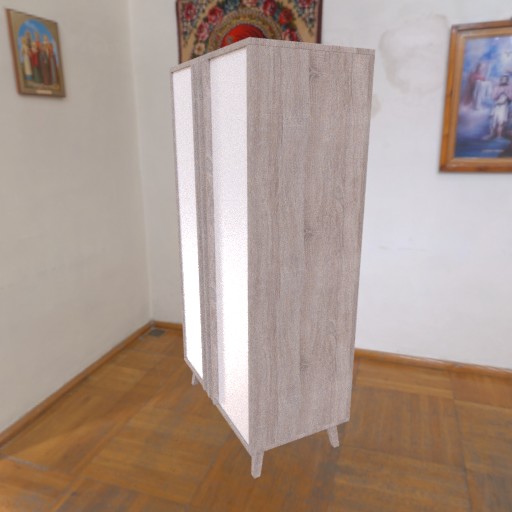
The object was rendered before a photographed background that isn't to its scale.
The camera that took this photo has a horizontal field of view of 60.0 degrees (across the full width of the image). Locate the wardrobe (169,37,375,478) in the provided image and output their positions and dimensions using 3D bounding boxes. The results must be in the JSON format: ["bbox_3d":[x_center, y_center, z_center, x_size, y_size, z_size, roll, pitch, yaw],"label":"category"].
[{"bbox_3d":[0.000,0.000,2.403,0.600,1.960,1.000,-8,18,-26],"label":"wardrobe"}]
